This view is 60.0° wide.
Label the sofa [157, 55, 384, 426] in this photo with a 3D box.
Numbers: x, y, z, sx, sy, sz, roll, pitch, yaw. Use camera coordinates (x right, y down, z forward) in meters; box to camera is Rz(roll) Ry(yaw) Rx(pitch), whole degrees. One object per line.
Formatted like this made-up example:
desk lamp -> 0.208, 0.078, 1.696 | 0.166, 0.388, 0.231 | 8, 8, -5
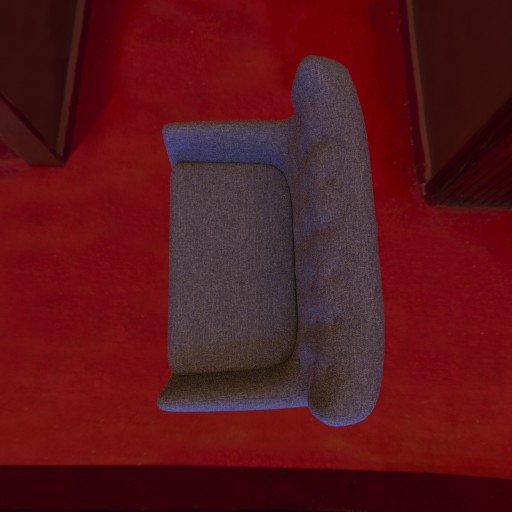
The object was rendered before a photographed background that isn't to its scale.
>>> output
sofa -> 0.000, 0.000, 2.027 | 0.874, 1.028, 1.358 | -2, 77, 0
